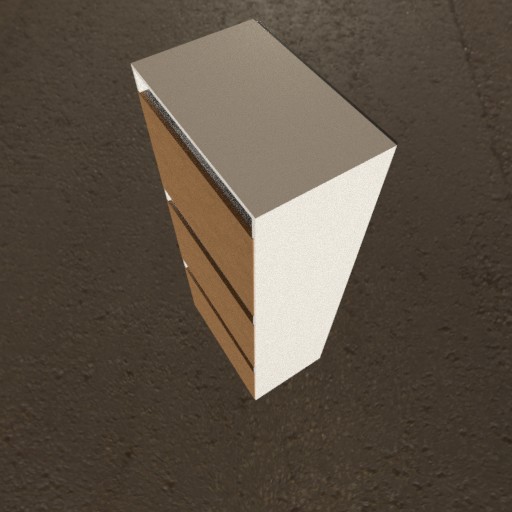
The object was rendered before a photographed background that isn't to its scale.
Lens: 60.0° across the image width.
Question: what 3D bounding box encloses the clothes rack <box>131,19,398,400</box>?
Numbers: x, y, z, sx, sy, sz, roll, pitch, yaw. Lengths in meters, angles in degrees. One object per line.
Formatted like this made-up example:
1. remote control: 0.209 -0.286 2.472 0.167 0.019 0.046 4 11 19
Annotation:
1. clothes rack: 0.000 0.000 1.401 0.330 1.187 0.500 -29 62 -17
